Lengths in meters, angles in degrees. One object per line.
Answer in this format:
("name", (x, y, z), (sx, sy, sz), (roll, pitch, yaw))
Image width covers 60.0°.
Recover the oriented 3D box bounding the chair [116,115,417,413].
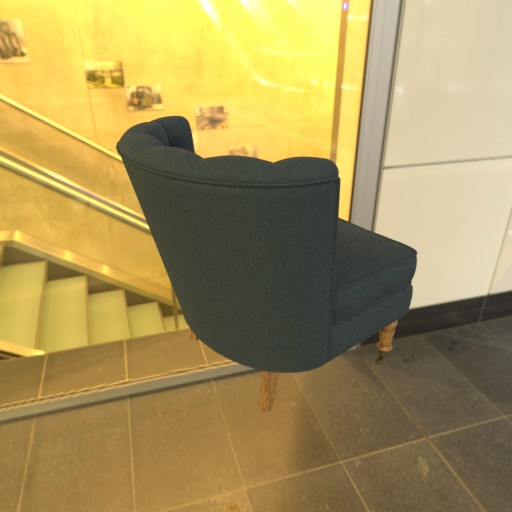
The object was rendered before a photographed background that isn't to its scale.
("chair", (0.000, 0.000, 1.359), (0.718, 0.771, 0.740), (-18, 32, -32))
